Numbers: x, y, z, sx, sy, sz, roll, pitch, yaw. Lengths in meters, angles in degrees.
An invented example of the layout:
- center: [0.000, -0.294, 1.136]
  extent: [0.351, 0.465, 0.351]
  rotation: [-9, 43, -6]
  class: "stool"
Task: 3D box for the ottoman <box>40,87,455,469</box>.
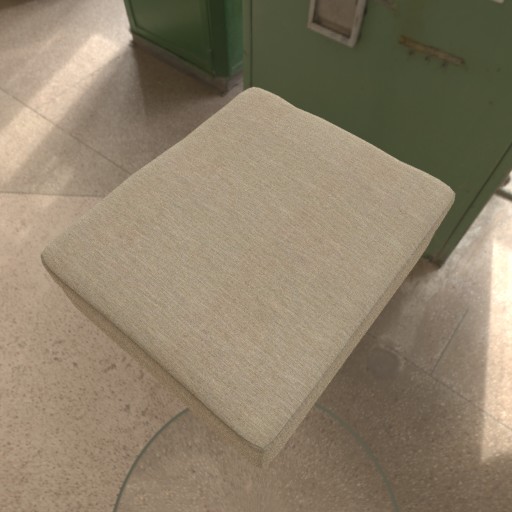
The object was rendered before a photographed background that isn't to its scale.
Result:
- center: [0.000, 0.000, 1.449]
  extent: [0.836, 0.492, 0.976]
  rotation: [34, 64, 20]
  class: "ottoman"
